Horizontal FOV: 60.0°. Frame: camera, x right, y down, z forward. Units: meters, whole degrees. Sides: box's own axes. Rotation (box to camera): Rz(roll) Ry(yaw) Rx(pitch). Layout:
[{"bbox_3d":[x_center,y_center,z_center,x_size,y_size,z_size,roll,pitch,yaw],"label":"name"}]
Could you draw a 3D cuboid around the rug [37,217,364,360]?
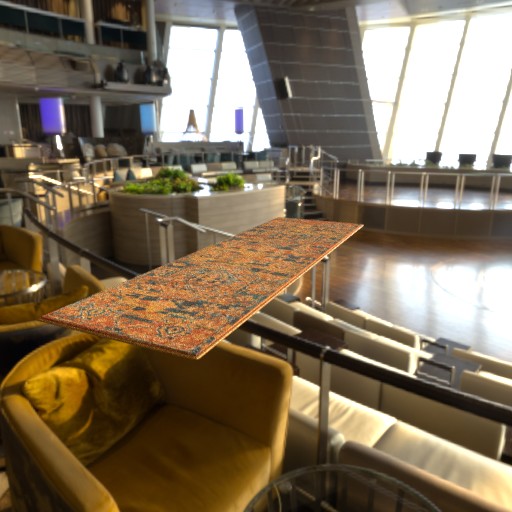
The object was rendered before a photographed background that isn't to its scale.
[{"bbox_3d":[0.000,0.000,1.970,0.556,0.013,1.820,7,17,25],"label":"rug"}]
